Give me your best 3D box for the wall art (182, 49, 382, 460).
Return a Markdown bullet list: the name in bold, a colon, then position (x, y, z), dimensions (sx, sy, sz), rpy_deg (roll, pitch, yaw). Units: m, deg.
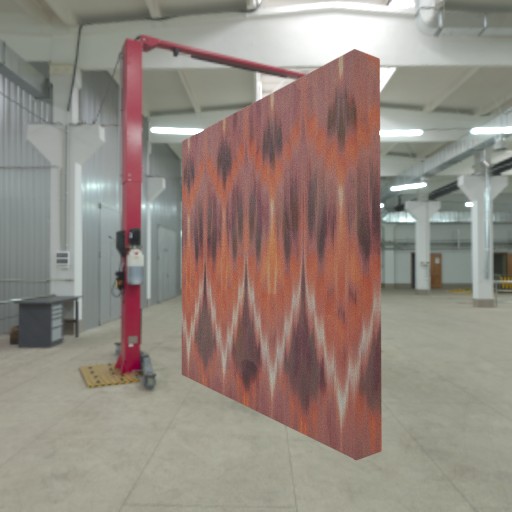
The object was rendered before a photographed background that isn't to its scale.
- **wall art**: position (0.000, 0.000, 0.613), dimensions (0.038, 0.406, 0.403), rpy_deg (1, -1, -34)
